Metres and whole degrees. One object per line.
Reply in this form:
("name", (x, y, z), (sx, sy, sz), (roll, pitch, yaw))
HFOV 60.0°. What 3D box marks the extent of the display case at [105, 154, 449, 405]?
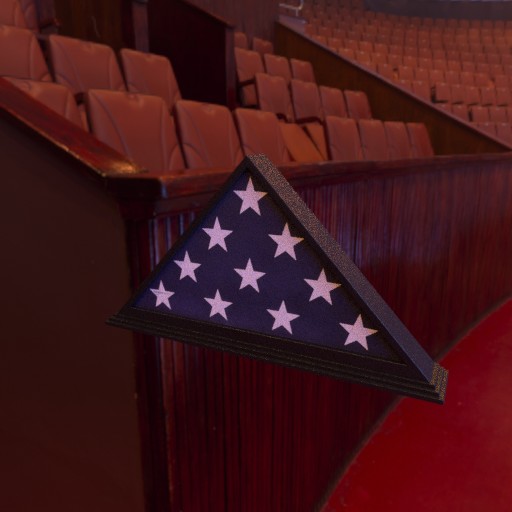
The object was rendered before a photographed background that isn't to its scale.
("display case", (0.000, 0.000, 0.763), (0.640, 0.340, 0.095), (7, 16, 26))
